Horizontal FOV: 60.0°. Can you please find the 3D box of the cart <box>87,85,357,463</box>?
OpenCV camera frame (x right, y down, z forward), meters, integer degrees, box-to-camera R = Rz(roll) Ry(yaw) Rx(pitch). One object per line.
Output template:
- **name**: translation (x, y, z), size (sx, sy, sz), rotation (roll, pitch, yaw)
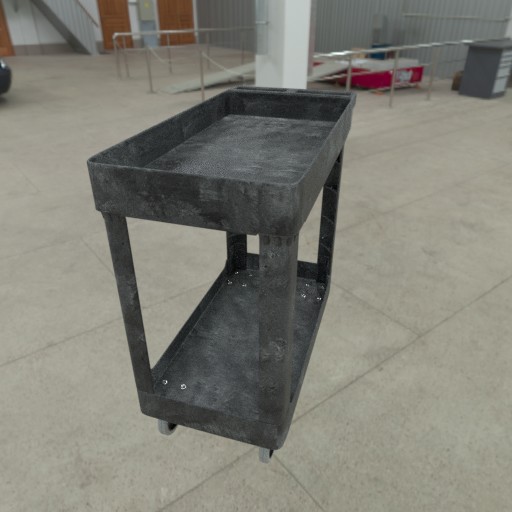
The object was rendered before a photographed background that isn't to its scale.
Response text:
- **cart**: translation (0.000, 0.000, 1.343), size (0.420, 0.824, 0.877), rotation (9, 32, 15)
